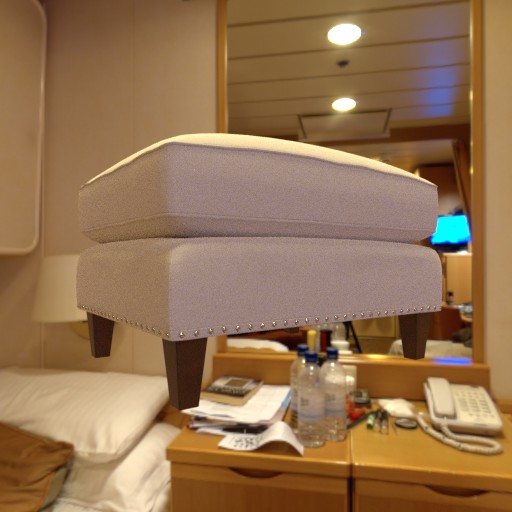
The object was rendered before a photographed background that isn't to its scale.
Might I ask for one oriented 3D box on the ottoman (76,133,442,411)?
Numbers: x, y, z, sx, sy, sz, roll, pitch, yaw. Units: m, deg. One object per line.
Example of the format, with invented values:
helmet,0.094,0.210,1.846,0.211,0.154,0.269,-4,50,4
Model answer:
ottoman,0.000,0.000,1.125,0.741,0.513,0.584,0,-1,-35
